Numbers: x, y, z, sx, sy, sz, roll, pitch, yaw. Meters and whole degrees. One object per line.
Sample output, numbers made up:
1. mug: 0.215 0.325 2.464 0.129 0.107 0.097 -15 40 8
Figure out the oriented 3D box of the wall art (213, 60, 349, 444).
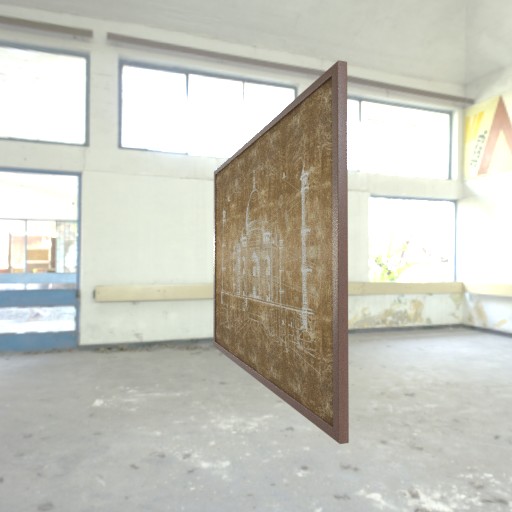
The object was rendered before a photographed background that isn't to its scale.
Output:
1. wall art: 0.000 0.000 0.840 0.014 0.455 0.660 0 -1 -18
